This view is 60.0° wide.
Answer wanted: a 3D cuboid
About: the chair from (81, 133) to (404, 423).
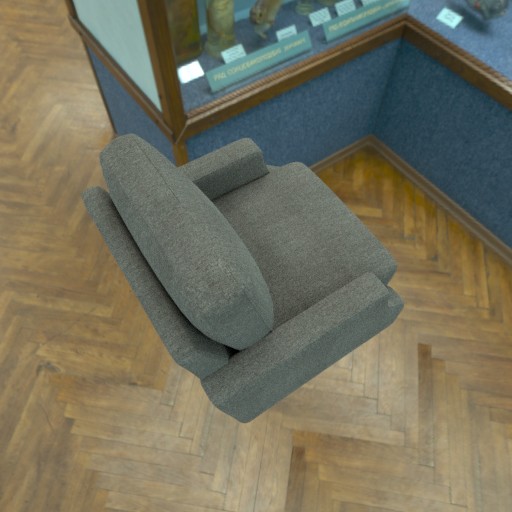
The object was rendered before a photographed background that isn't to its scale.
[{"bbox_3d":[0.000,0.000,1.640,0.897,0.993,0.855,-29,63,-17],"label":"chair"}]
